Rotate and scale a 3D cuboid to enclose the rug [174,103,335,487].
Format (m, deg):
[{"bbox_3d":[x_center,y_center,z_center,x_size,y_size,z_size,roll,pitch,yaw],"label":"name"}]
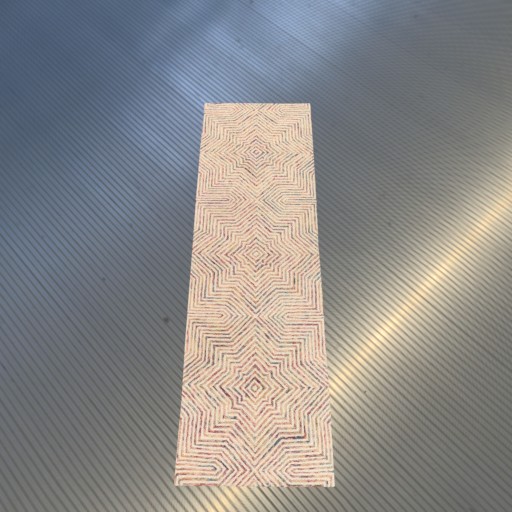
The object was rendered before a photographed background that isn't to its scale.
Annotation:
[{"bbox_3d":[0.000,0.000,2.645,0.771,0.009,2.443,0,64,0],"label":"rug"}]
